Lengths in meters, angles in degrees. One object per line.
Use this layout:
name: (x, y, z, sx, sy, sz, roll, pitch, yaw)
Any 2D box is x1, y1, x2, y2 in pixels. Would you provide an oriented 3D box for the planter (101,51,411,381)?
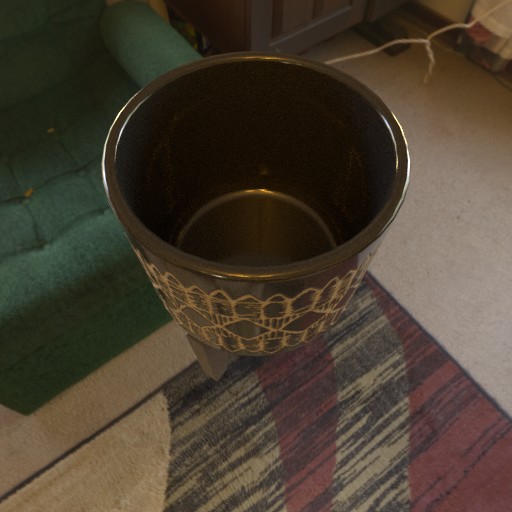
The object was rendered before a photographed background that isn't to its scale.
planter: (0.000, 0.000, 0.513, 0.251, 0.355, 0.251, 31, 64, 17)
